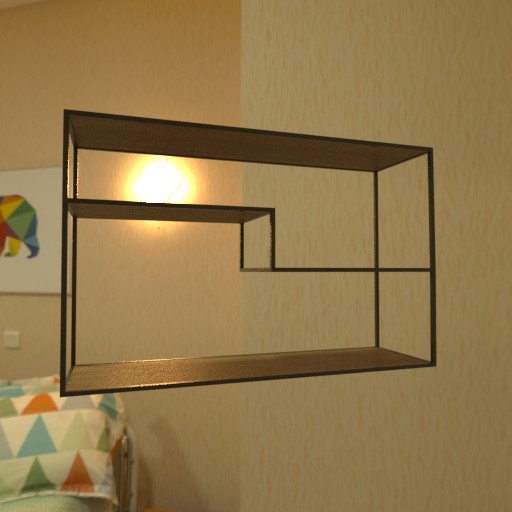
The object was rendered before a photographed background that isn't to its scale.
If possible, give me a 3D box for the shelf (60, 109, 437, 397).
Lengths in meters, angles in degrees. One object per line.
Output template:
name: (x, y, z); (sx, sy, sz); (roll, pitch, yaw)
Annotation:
shelf: (0.000, 0.000, 1.530); (1.201, 0.765, 0.361); (1, -2, -18)
